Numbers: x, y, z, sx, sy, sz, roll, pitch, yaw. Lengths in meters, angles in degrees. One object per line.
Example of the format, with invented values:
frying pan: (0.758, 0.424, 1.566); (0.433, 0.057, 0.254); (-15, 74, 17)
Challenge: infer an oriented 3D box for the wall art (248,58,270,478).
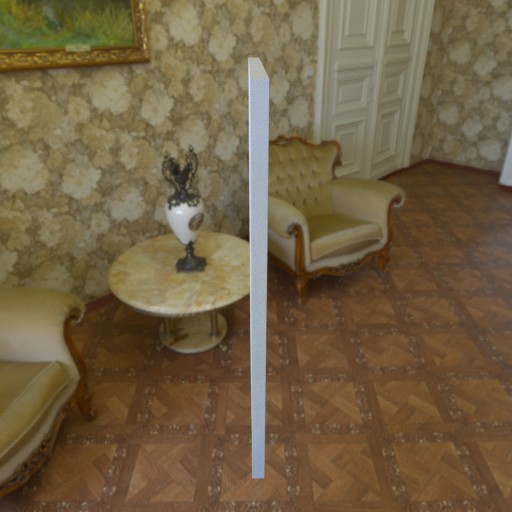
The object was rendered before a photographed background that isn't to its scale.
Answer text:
wall art: (0.000, 0.000, 1.443); (0.038, 1.143, 0.764); (0, 27, -1)
